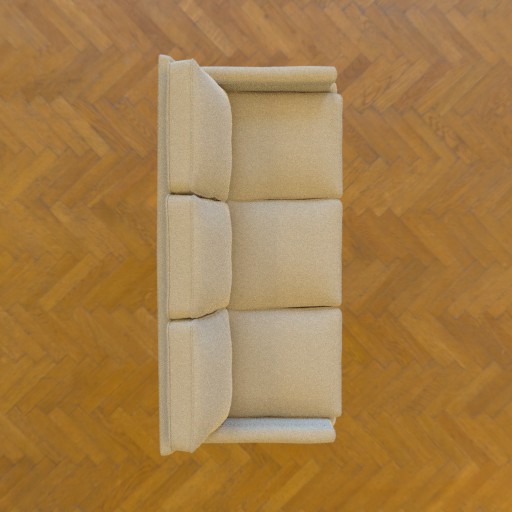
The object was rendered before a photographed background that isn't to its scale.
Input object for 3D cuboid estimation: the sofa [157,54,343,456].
[{"bbox_3d":[0.000,0.000,2.743,1.084,1.003,2.246,0,91,-2],"label":"sofa"}]
